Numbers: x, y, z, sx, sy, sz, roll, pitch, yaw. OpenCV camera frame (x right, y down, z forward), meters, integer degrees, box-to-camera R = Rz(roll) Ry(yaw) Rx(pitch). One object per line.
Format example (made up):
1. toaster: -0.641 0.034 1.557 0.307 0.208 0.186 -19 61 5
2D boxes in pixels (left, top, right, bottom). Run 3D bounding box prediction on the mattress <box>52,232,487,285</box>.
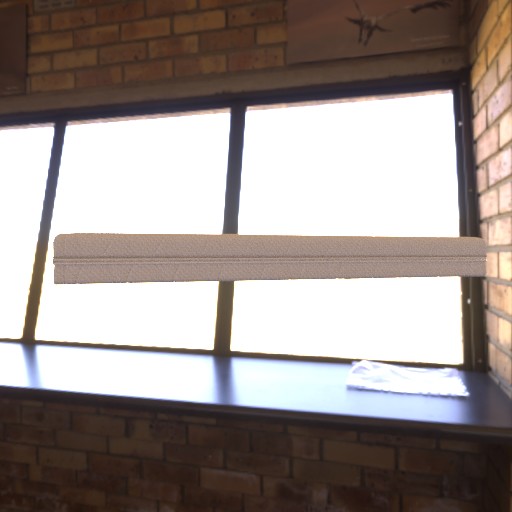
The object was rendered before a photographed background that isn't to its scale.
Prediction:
1. mattress: 0.000 0.000 2.584 2.000 0.200 1.400 0 1 -17
